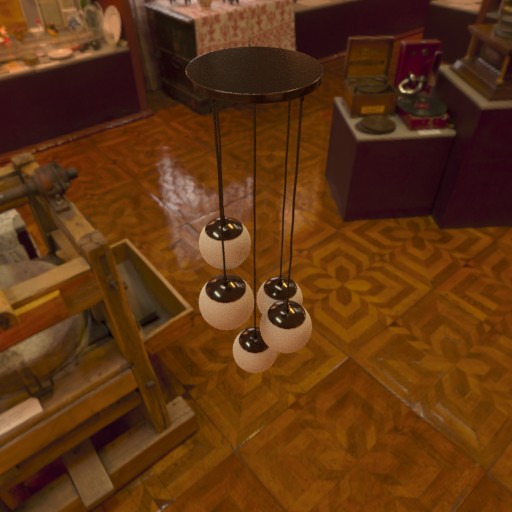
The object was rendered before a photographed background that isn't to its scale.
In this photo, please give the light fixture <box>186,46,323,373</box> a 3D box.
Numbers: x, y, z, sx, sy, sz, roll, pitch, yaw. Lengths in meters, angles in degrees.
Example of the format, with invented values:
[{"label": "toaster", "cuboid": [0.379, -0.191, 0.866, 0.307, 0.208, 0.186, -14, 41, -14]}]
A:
[{"label": "light fixture", "cuboid": [0.000, 0.000, 1.539, 0.484, 1.271, 0.489, -27, 48, -27]}]
